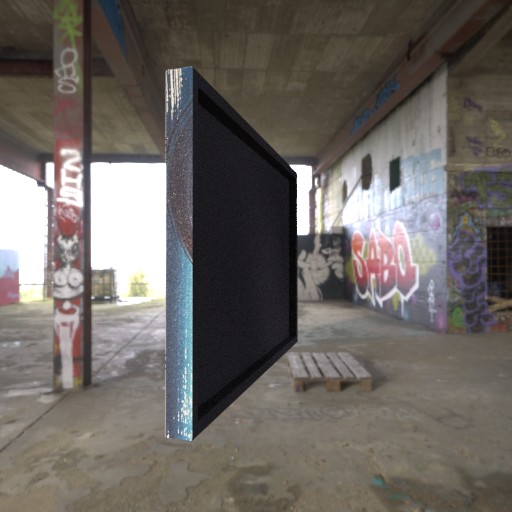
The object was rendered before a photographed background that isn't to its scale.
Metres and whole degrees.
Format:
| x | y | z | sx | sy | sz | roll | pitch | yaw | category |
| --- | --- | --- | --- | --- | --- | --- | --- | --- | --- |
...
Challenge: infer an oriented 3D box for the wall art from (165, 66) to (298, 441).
| x | y | z | sx | sy | sz | roll | pitch | yaw | category |
| --- | --- | --- | --- | --- | --- | --- | --- | --- | --- |
| 0.000 | 0.000 | 0.777 | 0.033 | 0.406 | 0.609 | 0 | -1 | 16 | wall art |
